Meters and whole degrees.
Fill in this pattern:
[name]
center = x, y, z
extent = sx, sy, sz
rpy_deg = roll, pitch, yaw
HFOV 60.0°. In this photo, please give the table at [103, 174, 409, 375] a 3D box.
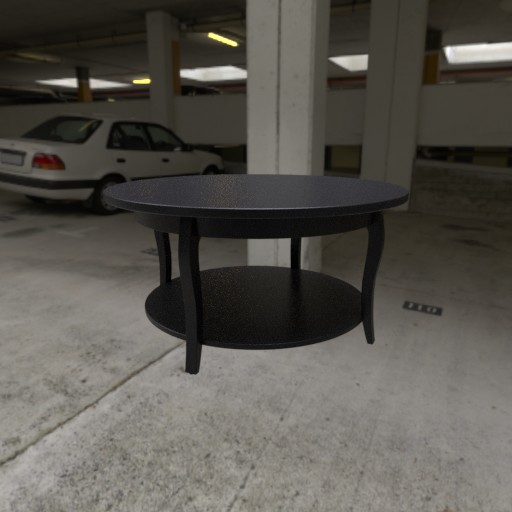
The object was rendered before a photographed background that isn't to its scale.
[table]
center = 0.000, 0.000, 1.454
extent = 0.914, 0.457, 0.914
rpy_deg = 0, 15, 0
